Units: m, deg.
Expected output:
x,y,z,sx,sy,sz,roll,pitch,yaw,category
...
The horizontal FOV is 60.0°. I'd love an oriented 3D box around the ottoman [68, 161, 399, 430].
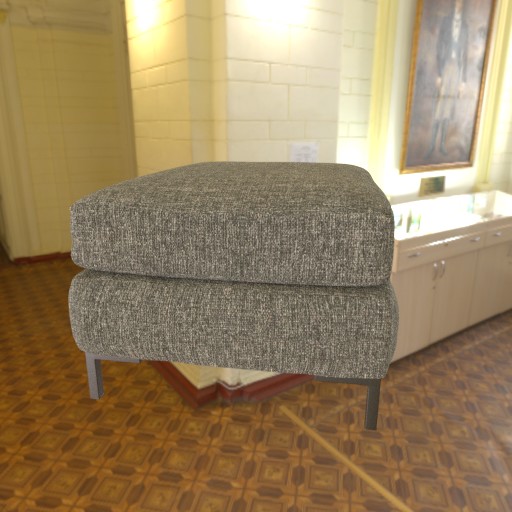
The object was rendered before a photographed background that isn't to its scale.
x,y,z,sx,sy,sz,roll,pitch,yaw,category
0.000,0.000,1.214,0.683,0.480,0.828,3,16,10,ottoman
